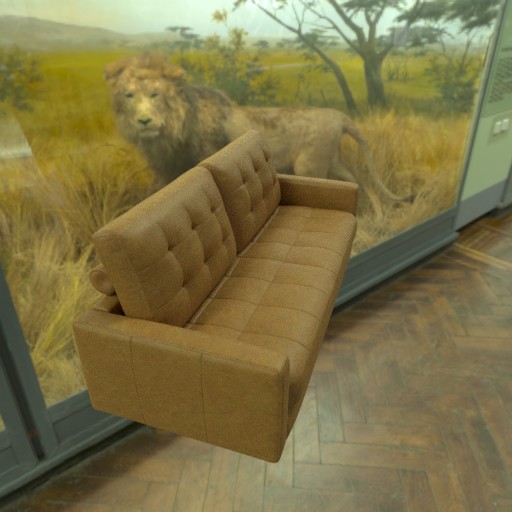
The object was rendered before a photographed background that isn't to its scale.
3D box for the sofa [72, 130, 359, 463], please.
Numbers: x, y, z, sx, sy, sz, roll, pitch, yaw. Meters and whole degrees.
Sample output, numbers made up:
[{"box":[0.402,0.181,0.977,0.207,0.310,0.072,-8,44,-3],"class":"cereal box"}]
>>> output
[{"box":[0.000,0.000,2.251,0.850,0.898,1.821,9,30,17],"class":"sofa"}]
